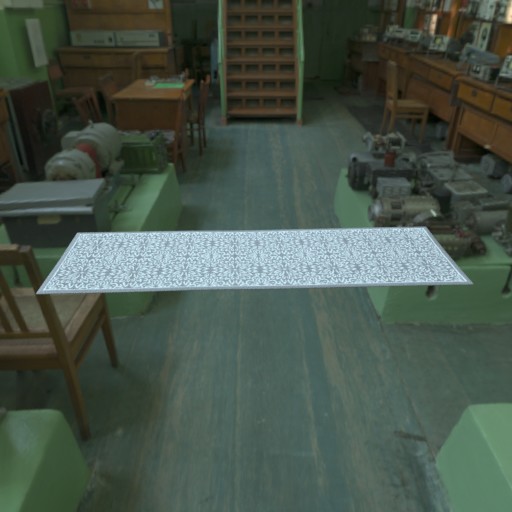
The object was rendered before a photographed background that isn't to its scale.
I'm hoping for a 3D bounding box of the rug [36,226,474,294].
[{"bbox_3d":[0.000,0.000,2.505,2.196,0.011,0.662,-1,30,-2],"label":"rug"}]
